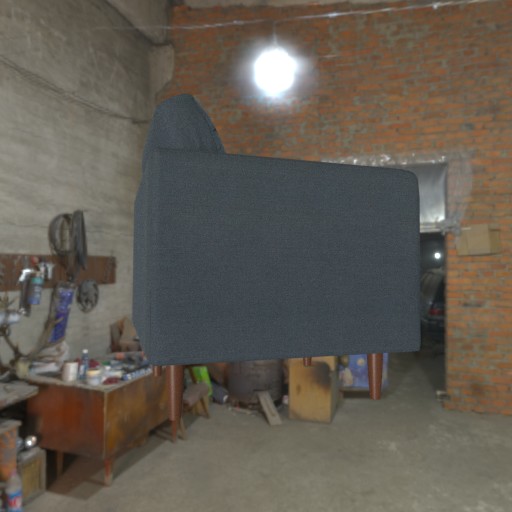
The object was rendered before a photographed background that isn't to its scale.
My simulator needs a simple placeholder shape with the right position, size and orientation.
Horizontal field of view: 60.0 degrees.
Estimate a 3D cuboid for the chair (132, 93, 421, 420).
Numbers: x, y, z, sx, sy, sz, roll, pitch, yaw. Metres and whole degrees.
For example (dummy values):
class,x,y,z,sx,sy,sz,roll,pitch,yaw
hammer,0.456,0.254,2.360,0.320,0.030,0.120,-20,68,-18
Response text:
class,x,y,z,sx,sy,sz,roll,pitch,yaw
chair,0.000,0.000,1.586,0.820,0.922,0.855,1,-2,-18
